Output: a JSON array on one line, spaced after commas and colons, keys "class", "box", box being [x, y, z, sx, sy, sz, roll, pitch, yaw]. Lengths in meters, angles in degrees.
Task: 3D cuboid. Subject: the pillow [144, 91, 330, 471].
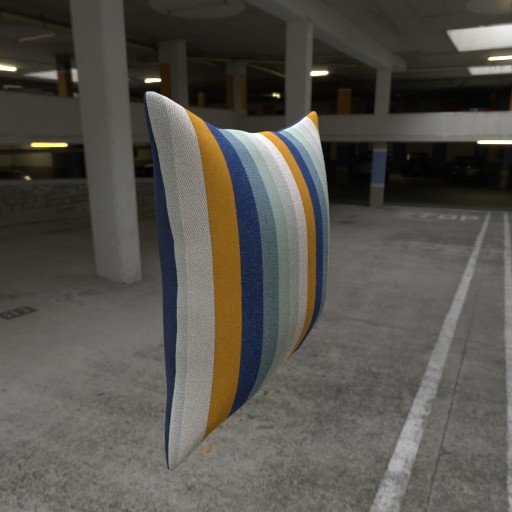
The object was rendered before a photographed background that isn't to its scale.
[{"class": "pillow", "box": [0.000, 0.000, 0.698, 0.173, 0.454, 0.463, 8, 17, 27]}]
